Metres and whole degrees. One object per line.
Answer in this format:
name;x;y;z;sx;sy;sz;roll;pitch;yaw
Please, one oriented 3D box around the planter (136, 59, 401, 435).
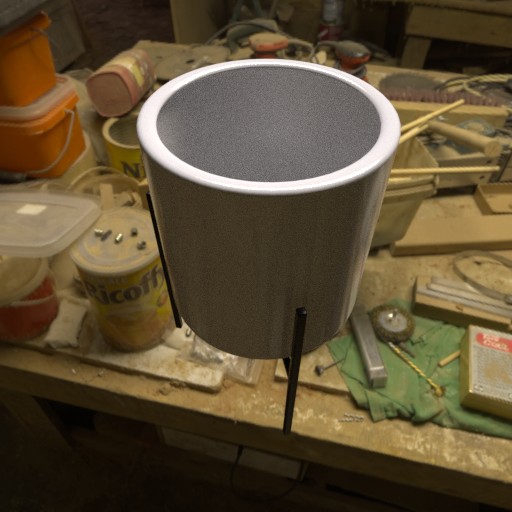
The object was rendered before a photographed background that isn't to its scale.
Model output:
planter;0.000;0.000;0.501;0.239;0.356;0.239;11;47;10
